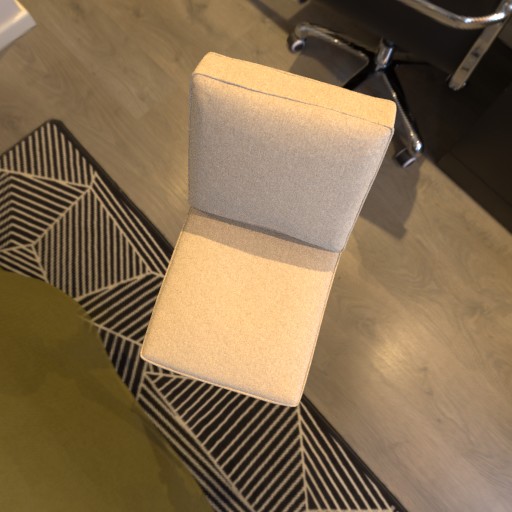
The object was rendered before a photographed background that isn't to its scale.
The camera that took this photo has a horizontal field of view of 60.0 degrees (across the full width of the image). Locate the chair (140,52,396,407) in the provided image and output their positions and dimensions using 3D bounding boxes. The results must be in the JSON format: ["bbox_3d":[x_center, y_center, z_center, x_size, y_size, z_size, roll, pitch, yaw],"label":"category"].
[{"bbox_3d":[0.000,0.000,1.719,0.674,1.058,1.020,16,77,4],"label":"chair"}]
